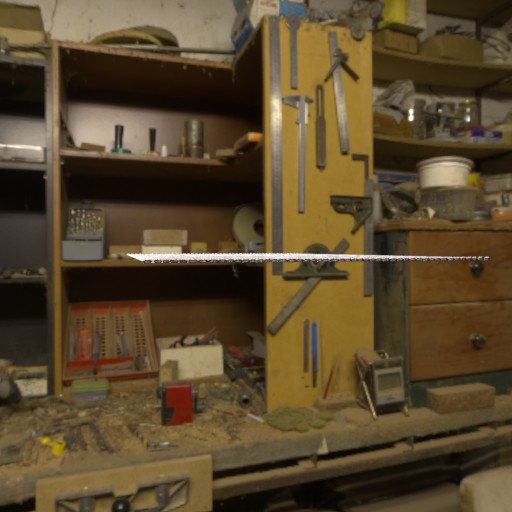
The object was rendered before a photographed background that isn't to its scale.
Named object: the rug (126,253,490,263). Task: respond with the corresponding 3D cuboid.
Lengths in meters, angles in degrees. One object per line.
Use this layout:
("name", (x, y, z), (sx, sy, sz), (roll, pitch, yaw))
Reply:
("rug", (0.000, 0.000, 2.968), (1.613, 0.017, 2.312), (0, 1, -18))
